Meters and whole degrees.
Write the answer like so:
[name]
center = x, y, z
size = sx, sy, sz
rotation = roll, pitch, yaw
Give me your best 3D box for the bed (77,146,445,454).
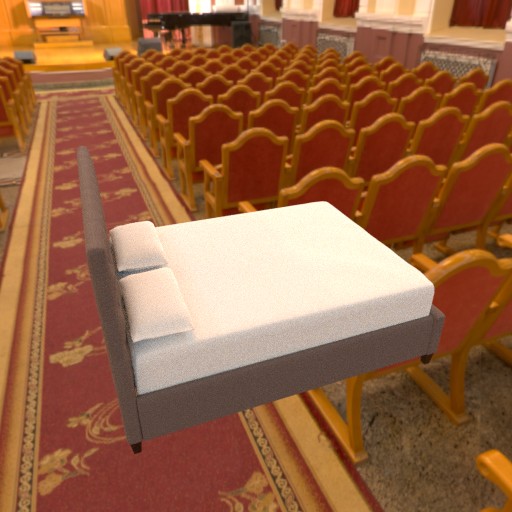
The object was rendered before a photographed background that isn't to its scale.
[bed]
center = 0.000, 0.000, 3.298
size = 2.233, 1.426, 1.696
rotation = -11, 32, -18
